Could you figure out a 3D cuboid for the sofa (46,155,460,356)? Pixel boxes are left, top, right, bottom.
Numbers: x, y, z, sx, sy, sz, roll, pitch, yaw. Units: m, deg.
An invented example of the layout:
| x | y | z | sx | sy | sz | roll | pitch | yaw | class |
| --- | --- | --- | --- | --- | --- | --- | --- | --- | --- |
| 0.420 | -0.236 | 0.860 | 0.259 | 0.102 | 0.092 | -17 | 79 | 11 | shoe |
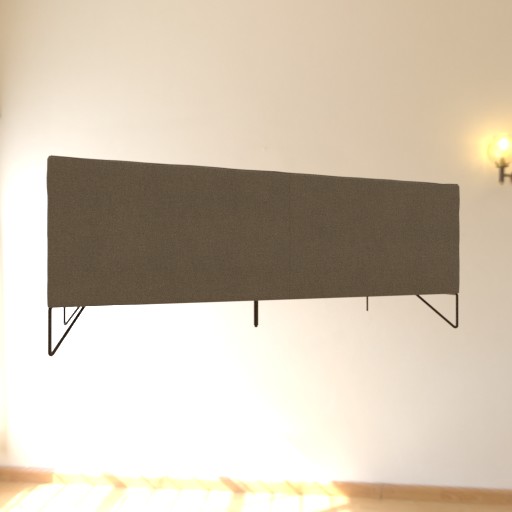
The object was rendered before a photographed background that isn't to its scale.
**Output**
| x | y | z | sx | sy | sz | roll | pitch | yaw | class |
| --- | --- | --- | --- | --- | --- | --- | --- | --- | --- |
| 0.000 | 0.000 | 2.491 | 2.079 | 0.798 | 0.912 | 0 | 0 | -20 | sofa |
